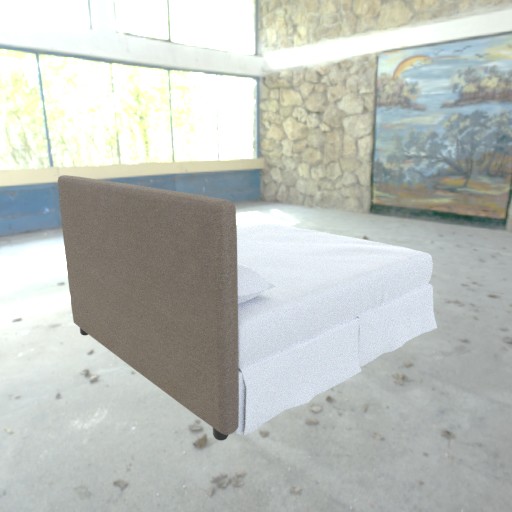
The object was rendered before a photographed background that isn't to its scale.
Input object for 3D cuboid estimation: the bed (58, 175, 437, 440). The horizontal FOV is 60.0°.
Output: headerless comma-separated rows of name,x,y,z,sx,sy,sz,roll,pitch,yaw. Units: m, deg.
bed,0.000,0.000,3.619,2.341,1.317,2.119,-13,20,-41
